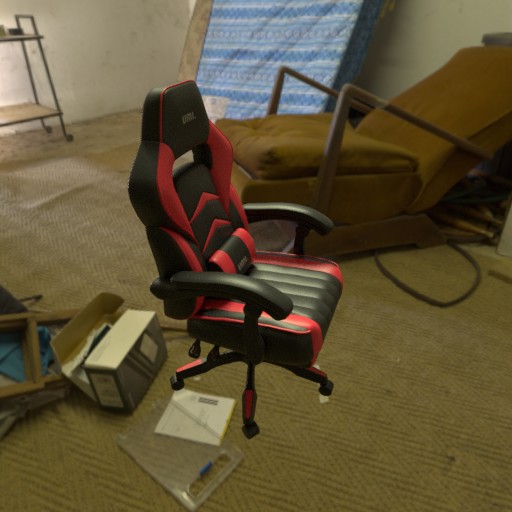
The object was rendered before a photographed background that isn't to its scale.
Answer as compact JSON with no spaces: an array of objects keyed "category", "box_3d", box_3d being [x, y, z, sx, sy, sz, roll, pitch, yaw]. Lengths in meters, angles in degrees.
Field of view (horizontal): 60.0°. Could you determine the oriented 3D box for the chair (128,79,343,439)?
[{"category":"chair","box_3d":[0.000,0.000,1.696,0.700,1.220,0.700,11,32,18]}]
